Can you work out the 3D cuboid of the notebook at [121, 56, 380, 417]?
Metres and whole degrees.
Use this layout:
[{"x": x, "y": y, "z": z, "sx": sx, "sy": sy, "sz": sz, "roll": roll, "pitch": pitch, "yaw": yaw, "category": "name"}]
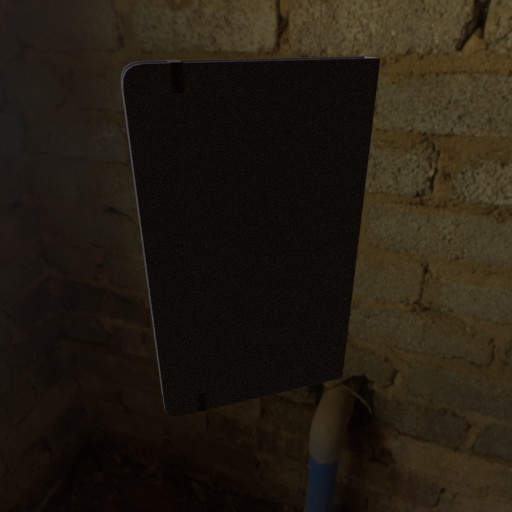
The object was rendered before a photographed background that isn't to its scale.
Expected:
[{"x": 0.000, "y": 0.000, "z": 0.262, "sx": 0.127, "sy": 0.213, "sz": 0.016, "roll": -8, "pitch": 29, "yaw": -15, "category": "notebook"}]
